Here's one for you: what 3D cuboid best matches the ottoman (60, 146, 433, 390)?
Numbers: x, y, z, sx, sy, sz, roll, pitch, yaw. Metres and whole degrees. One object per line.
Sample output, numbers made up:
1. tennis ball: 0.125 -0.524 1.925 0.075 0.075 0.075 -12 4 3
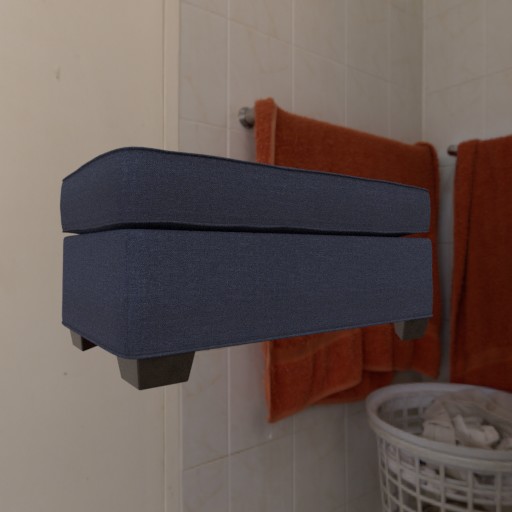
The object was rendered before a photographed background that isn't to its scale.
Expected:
1. ottoman: 0.000 0.000 1.175 0.895 0.453 0.505 0 1 -36
